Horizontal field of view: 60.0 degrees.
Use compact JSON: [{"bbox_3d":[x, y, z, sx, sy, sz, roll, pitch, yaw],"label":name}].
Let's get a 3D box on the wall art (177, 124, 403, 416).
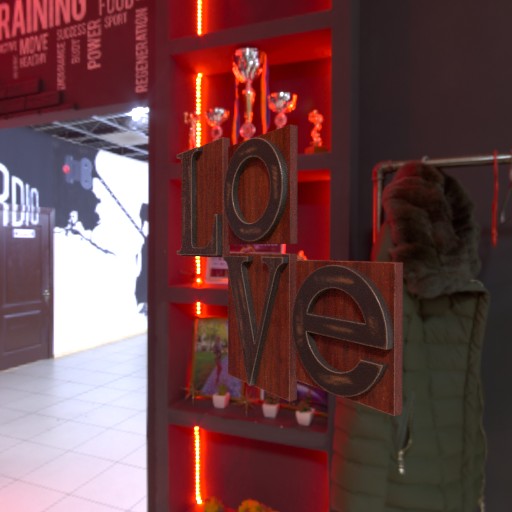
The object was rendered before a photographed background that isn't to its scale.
[{"bbox_3d":[0.000,0.000,0.840,0.030,0.497,0.635,-1,1,-35],"label":"wall art"}]
